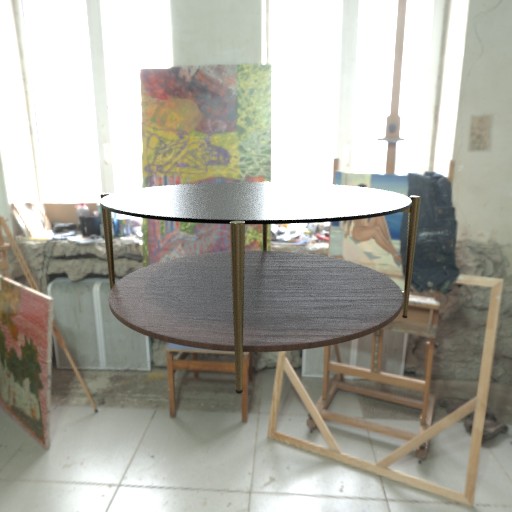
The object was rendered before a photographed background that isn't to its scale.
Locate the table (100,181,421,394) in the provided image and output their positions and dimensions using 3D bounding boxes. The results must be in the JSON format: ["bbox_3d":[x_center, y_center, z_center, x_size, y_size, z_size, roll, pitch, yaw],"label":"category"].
[{"bbox_3d":[0.000,0.000,1.457,0.938,0.400,0.938,-7,16,-25],"label":"table"}]
